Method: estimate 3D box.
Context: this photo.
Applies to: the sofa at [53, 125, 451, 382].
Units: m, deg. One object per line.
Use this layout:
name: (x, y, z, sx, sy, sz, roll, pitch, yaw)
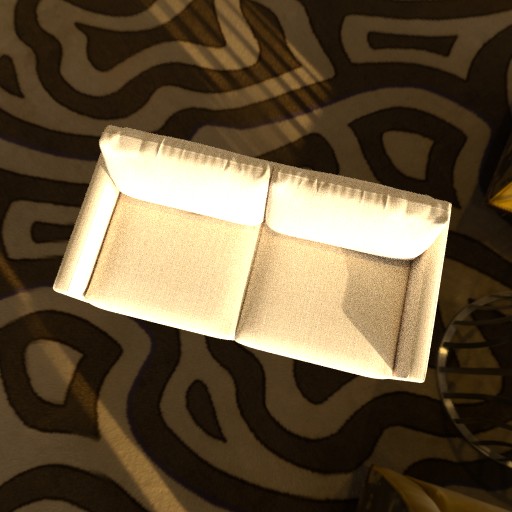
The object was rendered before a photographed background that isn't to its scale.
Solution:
sofa: (0.000, 0.000, 2.111, 1.651, 0.812, 0.839, 13, 77, 3)
